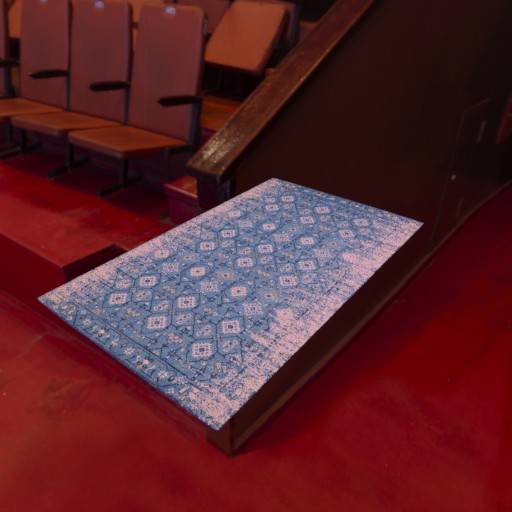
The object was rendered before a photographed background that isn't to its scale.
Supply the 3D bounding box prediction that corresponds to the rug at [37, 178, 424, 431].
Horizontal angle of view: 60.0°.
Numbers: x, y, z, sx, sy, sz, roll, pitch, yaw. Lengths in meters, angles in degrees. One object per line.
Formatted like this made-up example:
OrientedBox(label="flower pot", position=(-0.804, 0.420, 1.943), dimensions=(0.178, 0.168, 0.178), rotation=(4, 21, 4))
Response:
OrientedBox(label="rug", position=(0.000, 0.000, 2.287), dimensions=(1.102, 0.008, 1.795), rotation=(23, 39, 32))
